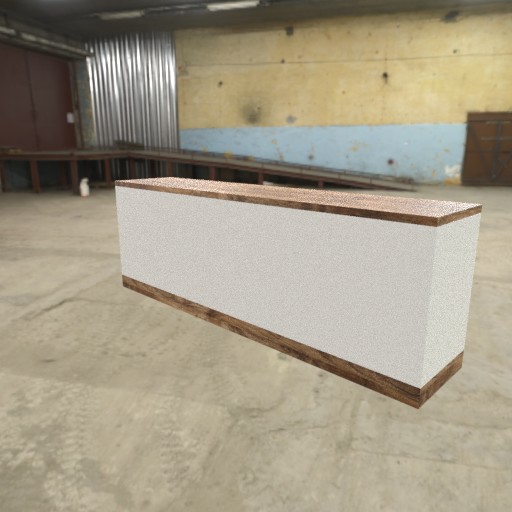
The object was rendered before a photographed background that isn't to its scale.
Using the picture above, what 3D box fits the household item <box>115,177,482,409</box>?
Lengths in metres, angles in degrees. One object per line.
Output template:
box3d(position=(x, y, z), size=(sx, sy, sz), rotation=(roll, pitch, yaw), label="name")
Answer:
box3d(position=(0.000, 0.000, 2.069), size=(1.800, 0.615, 0.390), rotation=(13, 19, 42), label="household item")
